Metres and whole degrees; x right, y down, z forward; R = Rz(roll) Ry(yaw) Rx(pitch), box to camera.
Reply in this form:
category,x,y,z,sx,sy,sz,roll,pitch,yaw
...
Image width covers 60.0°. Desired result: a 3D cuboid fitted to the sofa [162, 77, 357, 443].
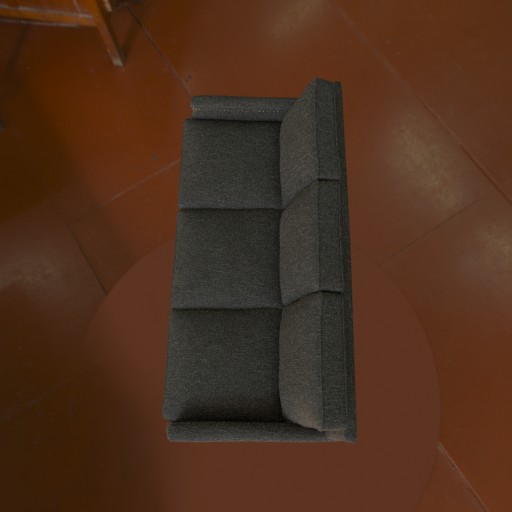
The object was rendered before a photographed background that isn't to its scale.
category,x,y,z,sx,sy,sz,roll,pitch,yaw
sofa,0.000,0.000,2.881,1.084,1.003,2.246,1,73,0
